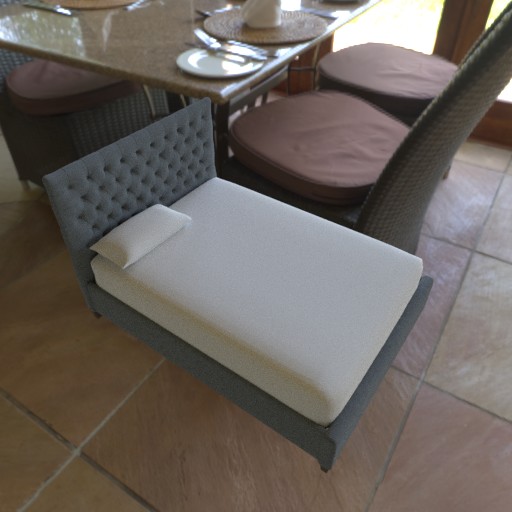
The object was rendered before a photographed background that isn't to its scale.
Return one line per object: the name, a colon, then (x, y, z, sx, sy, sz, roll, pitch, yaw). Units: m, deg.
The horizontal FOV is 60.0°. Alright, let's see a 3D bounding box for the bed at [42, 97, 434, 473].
bed: (0.000, 0.000, 3.388, 2.335, 1.411, 1.698, 25, 47, 26)
